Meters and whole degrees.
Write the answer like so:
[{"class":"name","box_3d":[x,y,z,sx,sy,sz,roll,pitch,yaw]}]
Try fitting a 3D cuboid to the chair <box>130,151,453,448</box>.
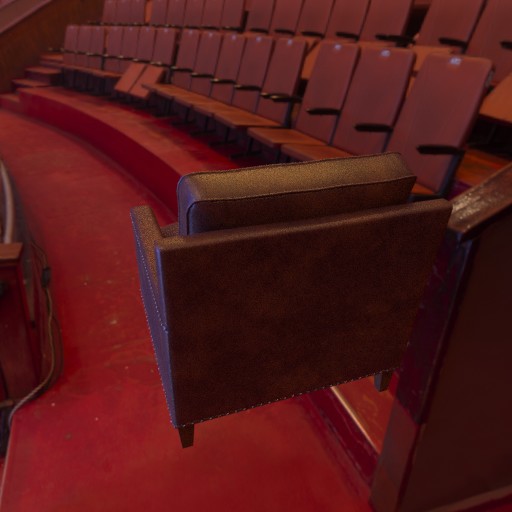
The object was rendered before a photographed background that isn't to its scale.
[{"class":"chair","box_3d":[0.000,0.000,1.710,0.853,0.929,1.014,-9,29,-17]}]
